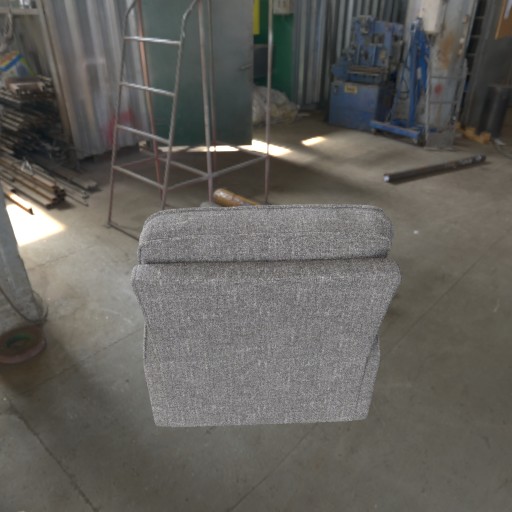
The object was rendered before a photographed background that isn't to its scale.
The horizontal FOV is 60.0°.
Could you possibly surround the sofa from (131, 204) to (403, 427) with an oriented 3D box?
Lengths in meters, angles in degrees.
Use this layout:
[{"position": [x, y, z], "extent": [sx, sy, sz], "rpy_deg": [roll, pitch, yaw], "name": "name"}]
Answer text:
[{"position": [0.000, 0.000, 2.014], "extent": [0.861, 0.959, 1.472], "rpy_deg": [-1, 30, -2], "name": "sofa"}]
